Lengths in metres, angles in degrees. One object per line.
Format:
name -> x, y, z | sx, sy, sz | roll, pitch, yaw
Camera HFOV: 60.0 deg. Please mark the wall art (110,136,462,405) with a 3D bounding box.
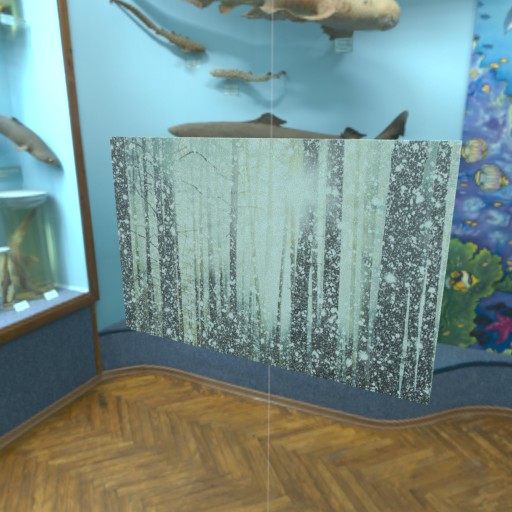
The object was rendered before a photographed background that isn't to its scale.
wall art -> 0.000, 0.000, 1.166 | 0.919, 0.598, 0.038 | 8, 18, 26
